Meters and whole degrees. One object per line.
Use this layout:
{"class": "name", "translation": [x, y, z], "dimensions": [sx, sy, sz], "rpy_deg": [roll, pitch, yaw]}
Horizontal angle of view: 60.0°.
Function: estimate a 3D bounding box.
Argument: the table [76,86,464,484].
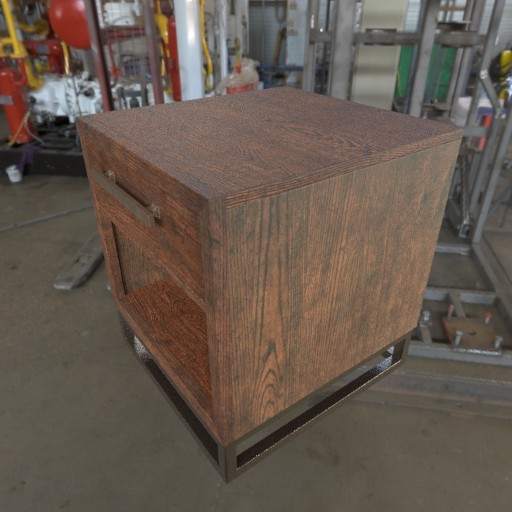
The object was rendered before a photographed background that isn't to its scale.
{"class": "table", "translation": [0.000, 0.000, 0.980], "dimensions": [0.566, 0.582, 0.506], "rpy_deg": [-21, 37, -31]}
